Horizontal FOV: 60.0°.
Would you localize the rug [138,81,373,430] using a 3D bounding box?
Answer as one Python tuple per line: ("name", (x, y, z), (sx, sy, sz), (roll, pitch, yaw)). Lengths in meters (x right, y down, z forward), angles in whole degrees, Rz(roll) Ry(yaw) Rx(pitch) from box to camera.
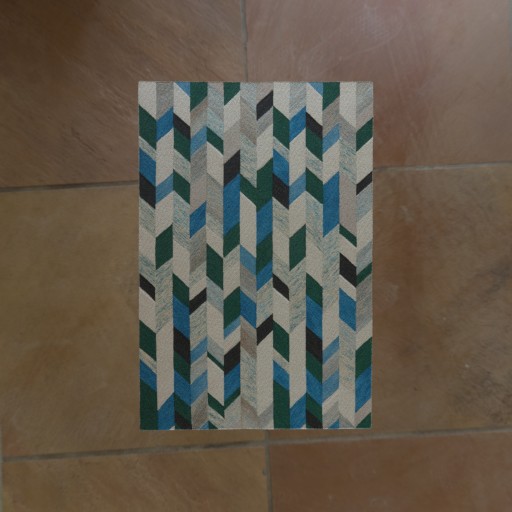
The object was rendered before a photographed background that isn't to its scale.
("rug", (0.000, 0.000, 2.322), (1.229, 0.005, 1.827), (0, 90, -1))
